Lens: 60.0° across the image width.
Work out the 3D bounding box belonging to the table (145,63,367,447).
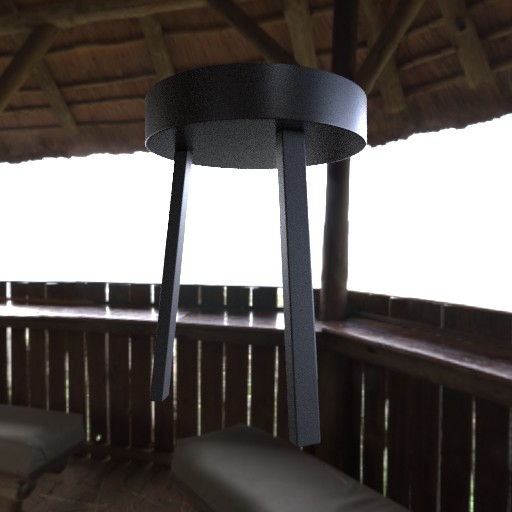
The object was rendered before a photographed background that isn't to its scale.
[{"bbox_3d":[0.000,0.000,0.842,0.406,0.559,0.406,0,1,0],"label":"table"}]
